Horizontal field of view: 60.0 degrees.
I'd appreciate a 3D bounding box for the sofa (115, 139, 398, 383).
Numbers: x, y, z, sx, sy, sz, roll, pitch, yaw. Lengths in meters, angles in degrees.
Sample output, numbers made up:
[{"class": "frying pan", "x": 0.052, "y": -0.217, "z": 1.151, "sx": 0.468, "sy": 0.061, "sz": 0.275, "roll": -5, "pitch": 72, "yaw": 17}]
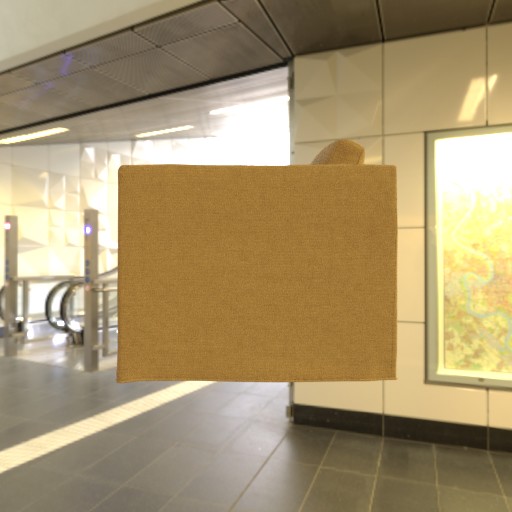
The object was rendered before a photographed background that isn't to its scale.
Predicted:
[{"class": "sofa", "x": 0.000, "y": 0.000, "z": 2.298, "sx": 0.956, "sy": 0.828, "sz": 1.766, "roll": 0, "pitch": 0, "yaw": 0}]
